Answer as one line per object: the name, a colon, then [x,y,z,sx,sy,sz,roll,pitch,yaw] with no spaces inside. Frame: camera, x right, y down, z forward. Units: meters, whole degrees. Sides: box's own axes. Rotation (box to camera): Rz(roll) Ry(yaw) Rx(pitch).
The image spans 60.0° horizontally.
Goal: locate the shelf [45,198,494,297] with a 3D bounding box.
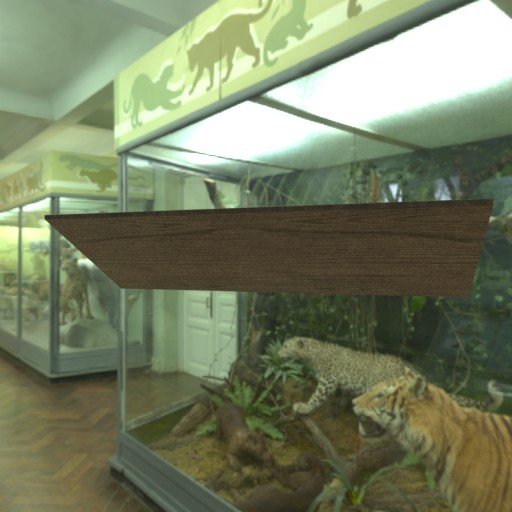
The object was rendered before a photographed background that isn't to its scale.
shelf: [0.000,0.000,0.672,0.610,0.125,0.200,0,0,18]
